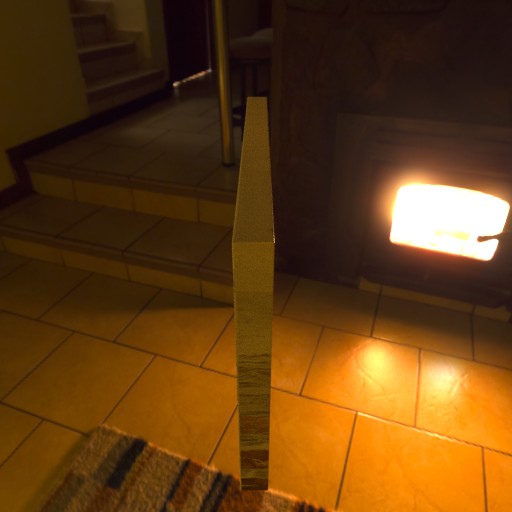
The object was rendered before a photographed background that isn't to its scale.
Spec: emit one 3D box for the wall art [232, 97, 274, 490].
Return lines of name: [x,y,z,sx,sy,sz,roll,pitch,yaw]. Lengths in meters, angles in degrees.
wall art: [0.000,0.000,0.779,0.041,0.407,0.606,0,32,0]
